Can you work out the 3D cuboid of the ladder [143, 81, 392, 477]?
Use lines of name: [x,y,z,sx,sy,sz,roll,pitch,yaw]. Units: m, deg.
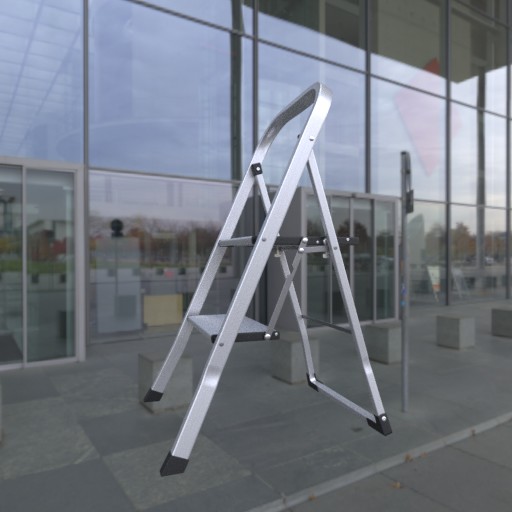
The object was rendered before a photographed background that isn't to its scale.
ladder: [0.000,0.000,1.135,0.530,0.830,0.465,0,0,-18]
